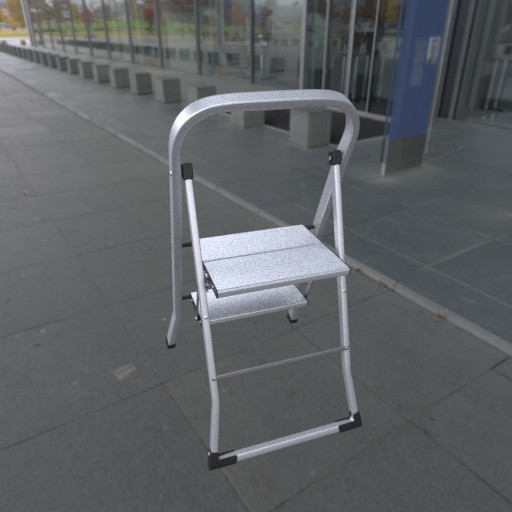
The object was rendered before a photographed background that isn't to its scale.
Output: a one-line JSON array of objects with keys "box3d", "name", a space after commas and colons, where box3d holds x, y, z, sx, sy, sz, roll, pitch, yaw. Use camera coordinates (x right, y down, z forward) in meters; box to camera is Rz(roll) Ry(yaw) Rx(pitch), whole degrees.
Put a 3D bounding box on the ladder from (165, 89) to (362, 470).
[{"box3d": [0.000, 0.000, 1.142, 0.465, 0.830, 0.530, -9, 29, -17], "name": "ladder"}]
